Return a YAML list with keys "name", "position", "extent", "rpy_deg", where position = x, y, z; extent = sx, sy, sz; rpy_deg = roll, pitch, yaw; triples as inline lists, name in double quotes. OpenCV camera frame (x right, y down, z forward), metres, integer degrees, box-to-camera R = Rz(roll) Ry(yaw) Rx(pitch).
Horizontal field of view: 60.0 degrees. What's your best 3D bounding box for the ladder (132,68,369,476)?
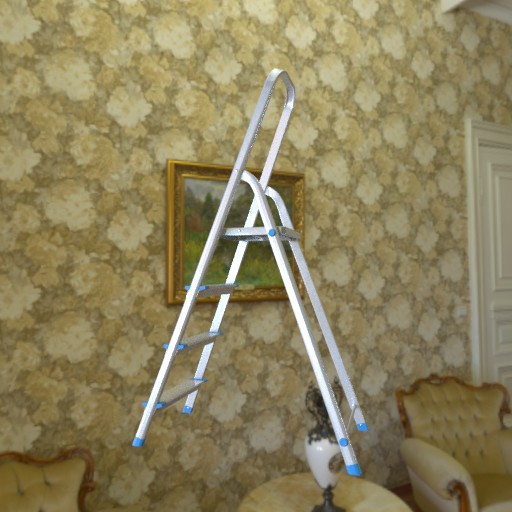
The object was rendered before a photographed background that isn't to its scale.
- name: "ladder"
  position: [0.000, 0.000, 1.781]
  extent: [0.842, 1.434, 0.445]
  rpy_deg: [-1, -2, 17]
